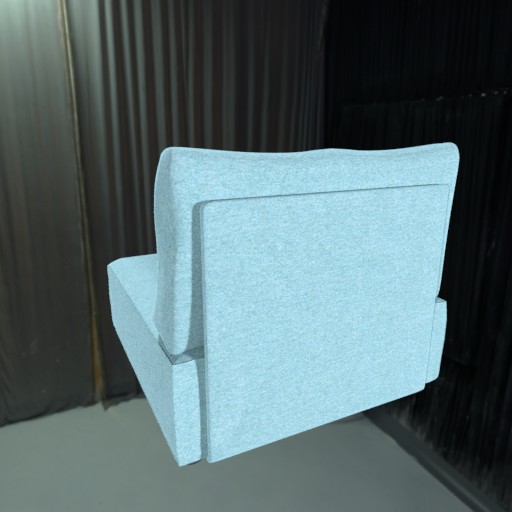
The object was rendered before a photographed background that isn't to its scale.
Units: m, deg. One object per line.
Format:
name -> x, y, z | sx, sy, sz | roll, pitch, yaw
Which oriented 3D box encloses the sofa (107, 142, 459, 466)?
sofa -> 0.000, 0.000, 1.634 | 0.930, 0.820, 1.000 | -8, 18, -26
